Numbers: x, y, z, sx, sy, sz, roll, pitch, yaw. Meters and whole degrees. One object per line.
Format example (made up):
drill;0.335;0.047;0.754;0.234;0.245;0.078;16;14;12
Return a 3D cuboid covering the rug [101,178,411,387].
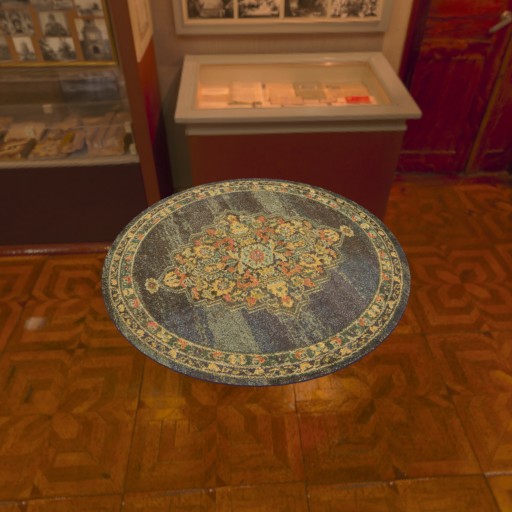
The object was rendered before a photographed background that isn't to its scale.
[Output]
rug;0.000;0.000;2.356;1.591;0.010;1.591;0;40;0
